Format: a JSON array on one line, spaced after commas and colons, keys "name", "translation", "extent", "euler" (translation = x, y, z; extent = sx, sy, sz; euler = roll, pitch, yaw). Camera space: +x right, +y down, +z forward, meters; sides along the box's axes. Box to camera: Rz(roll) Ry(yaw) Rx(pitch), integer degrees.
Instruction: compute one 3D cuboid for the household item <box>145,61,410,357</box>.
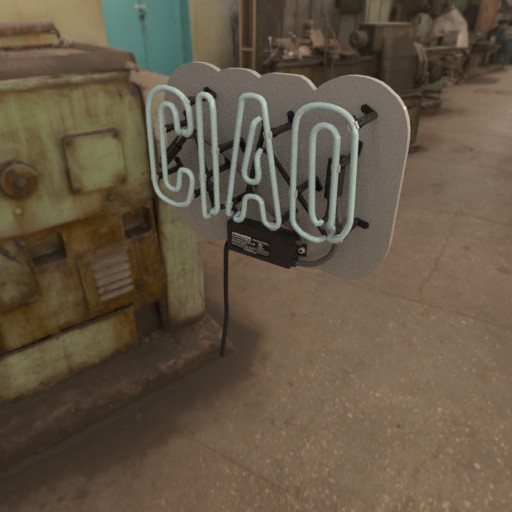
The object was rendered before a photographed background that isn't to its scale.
[{"name": "household item", "translation": [0.000, 0.000, 0.378], "extent": [0.211, 0.294, 0.042], "euler": [18, 35, 28]}]
